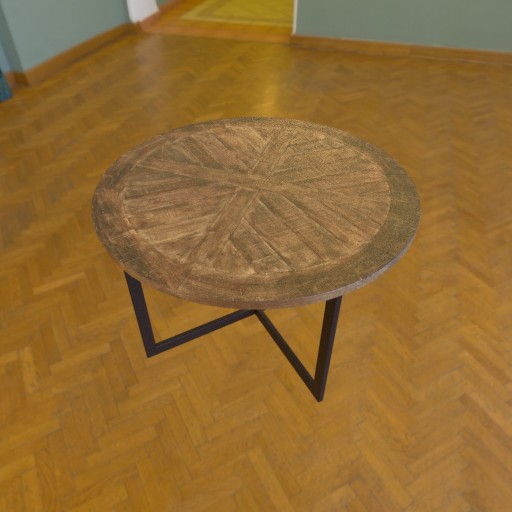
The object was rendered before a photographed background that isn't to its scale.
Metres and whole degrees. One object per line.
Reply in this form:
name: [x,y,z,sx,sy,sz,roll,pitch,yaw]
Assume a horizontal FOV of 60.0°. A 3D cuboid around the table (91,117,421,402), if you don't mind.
table: [0.000,0.000,2.015,1.264,0.762,1.264,0,41,0]
